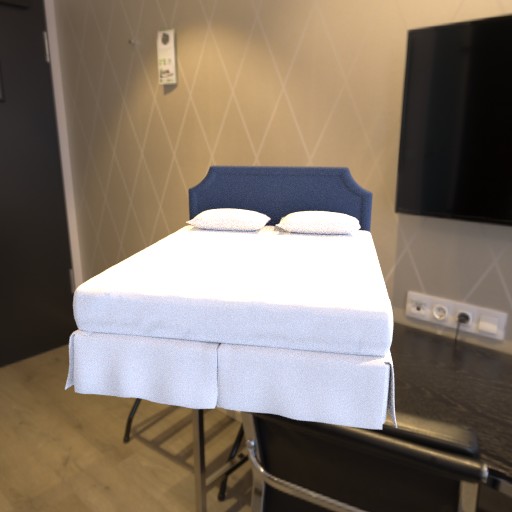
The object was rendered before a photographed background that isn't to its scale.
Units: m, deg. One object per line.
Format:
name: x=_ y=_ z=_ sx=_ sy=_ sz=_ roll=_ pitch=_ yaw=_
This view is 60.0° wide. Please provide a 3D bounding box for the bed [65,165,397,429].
bed: x=0.000 y=0.000 z=4.115 sx=2.350 sy=1.488 sz=2.773 roll=3 pitch=15 yaw=11
